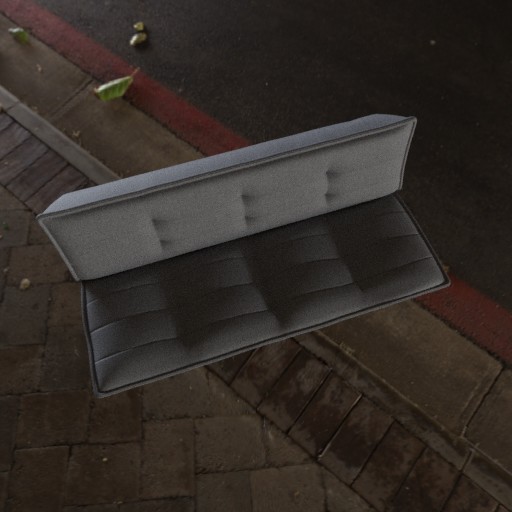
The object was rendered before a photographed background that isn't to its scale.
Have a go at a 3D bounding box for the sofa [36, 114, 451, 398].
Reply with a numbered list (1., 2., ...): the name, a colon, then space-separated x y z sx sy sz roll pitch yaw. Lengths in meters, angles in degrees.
1. sofa: 0.000 0.000 2.424 1.940 0.890 0.950 -16 65 -8
